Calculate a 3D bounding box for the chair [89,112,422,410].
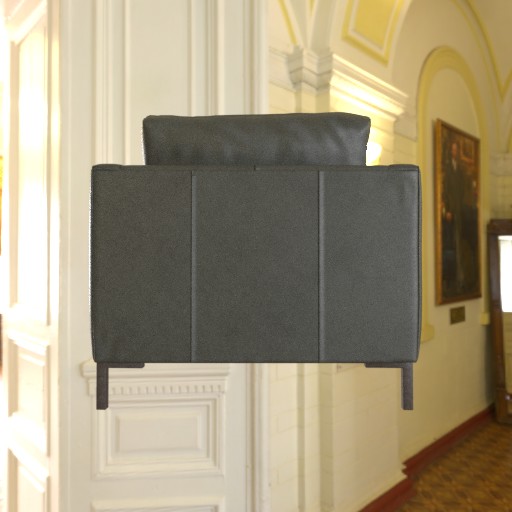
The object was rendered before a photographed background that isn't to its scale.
[{"bbox_3d":[0.000,0.000,1.517,0.967,0.824,0.861,0,-1,0],"label":"chair"}]
